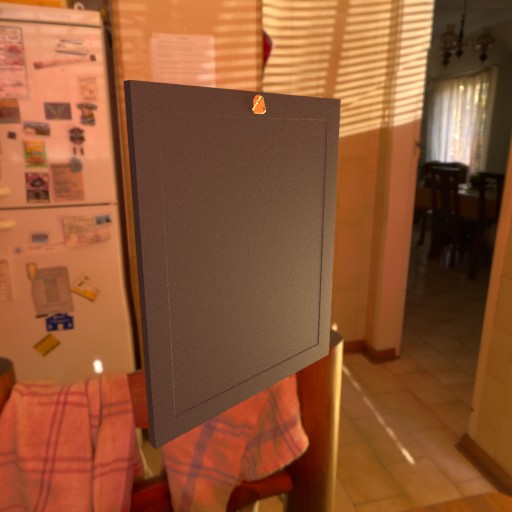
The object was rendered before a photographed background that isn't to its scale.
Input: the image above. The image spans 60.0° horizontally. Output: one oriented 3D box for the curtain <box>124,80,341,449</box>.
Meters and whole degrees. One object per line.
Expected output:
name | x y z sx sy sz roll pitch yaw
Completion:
curtain | 0.000 0.000 0.839 0.483 0.585 0.027 -14 21 -42
